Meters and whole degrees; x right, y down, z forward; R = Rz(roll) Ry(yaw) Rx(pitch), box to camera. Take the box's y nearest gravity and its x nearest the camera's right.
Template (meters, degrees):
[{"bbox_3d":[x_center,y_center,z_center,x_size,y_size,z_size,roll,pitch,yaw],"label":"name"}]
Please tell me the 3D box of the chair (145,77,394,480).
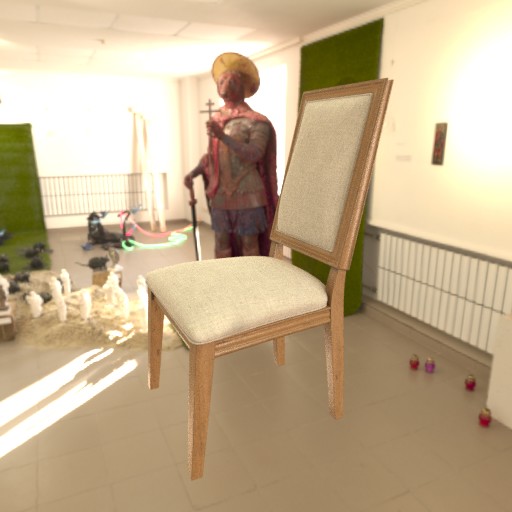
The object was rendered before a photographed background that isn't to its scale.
[{"bbox_3d":[0.000,0.000,1.336,0.601,0.988,0.536,-7,17,-25],"label":"chair"}]
